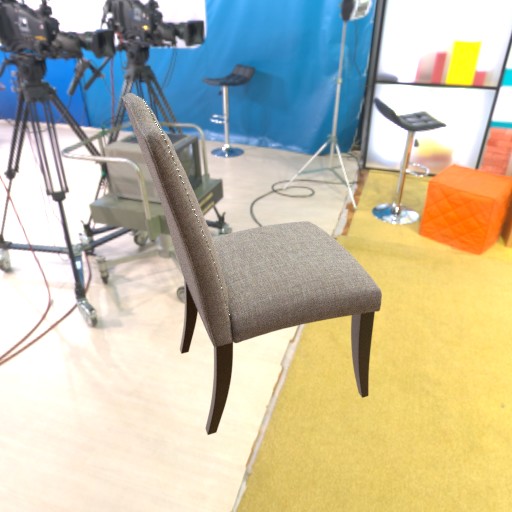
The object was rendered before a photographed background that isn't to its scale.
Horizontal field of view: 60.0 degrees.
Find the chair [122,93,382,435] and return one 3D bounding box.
[{"bbox_3d":[0.000,0.000,1.414,0.660,1.016,0.513,-11,33,-17],"label":"chair"}]
